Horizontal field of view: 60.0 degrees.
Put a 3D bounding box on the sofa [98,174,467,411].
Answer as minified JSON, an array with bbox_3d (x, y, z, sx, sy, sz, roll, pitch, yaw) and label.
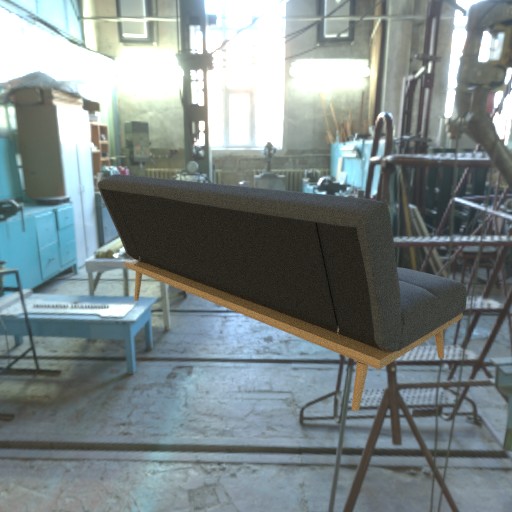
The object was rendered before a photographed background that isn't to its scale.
[{"bbox_3d":[0.000,0.000,2.245,0.820,0.770,1.820,-13,19,-42],"label":"sofa"}]
